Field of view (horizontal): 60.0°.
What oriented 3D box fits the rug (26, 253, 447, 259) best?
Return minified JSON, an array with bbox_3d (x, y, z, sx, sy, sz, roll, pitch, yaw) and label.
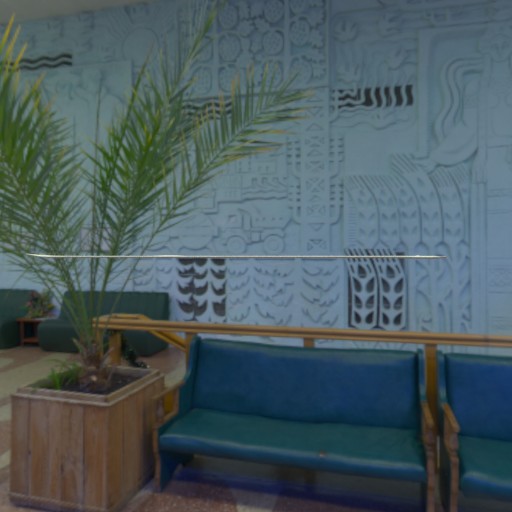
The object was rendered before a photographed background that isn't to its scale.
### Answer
[{"bbox_3d":[0.000,0.000,3.963,2.897,0.035,2.277,0,0,16],"label":"rug"}]
